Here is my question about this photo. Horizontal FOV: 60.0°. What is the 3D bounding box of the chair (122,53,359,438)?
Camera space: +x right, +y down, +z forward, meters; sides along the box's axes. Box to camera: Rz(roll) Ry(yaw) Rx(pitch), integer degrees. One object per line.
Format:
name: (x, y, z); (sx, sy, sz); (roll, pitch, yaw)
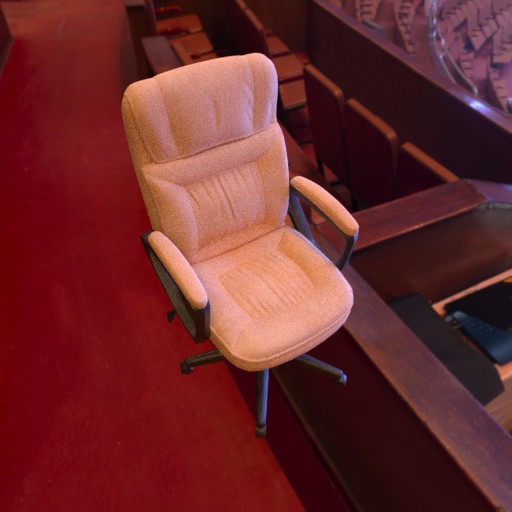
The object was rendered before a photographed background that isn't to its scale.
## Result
chair: (0.000, 0.000, 1.526); (0.667, 1.105, 0.724); (-24, 50, -22)
